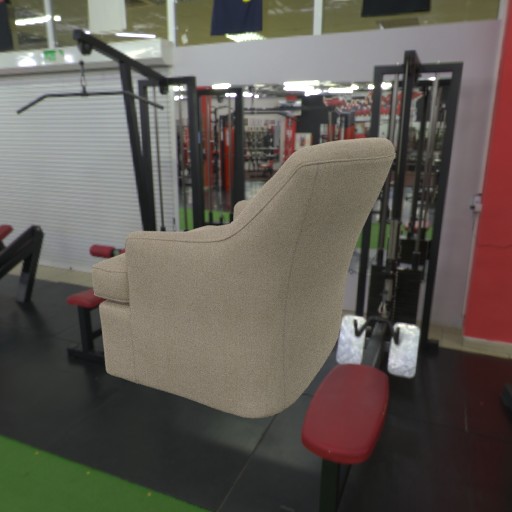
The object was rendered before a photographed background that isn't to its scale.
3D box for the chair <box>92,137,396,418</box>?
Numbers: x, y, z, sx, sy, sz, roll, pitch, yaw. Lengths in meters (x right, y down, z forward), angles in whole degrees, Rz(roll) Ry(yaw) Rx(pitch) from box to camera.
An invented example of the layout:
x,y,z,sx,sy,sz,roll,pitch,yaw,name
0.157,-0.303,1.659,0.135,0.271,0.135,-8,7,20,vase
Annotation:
x,y,z,sx,sy,sz,roll,pitch,yaw,name
0.000,0.000,1.654,0.923,0.856,0.864,7,17,24,chair
